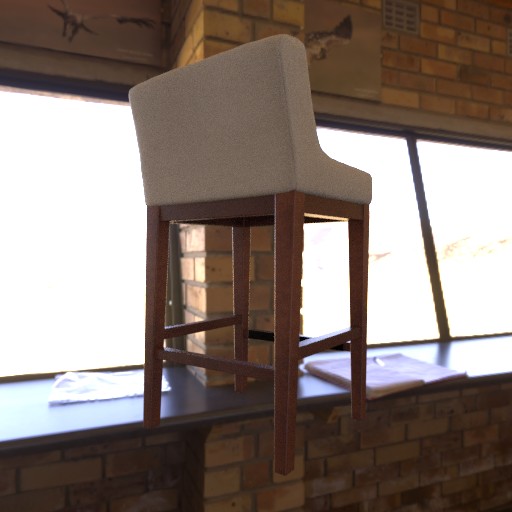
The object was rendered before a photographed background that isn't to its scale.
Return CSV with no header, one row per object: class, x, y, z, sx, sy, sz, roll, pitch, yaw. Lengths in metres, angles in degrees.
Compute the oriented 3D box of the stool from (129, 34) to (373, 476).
stool,0.000,0.000,1.231,0.511,0.937,0.500,0,0,36
